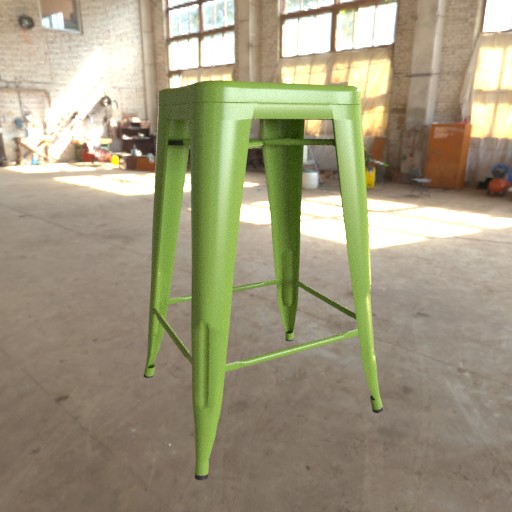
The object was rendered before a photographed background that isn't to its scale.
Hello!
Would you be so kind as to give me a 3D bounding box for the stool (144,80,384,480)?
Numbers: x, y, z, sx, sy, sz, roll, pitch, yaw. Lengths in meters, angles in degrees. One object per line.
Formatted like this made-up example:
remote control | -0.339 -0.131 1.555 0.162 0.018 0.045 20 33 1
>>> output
stool | 0.000 0.000 0.857 0.398 0.609 0.358 -9 19 -26
